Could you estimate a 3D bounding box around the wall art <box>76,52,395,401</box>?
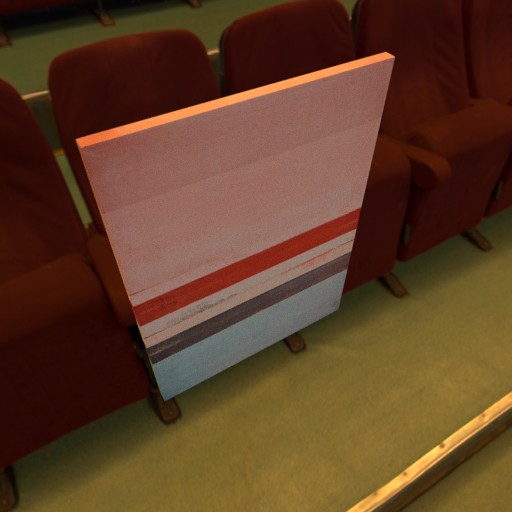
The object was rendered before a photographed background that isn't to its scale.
[{"bbox_3d":[0.000,0.000,1.314,0.761,1.016,0.039,-24,51,-21],"label":"wall art"}]
